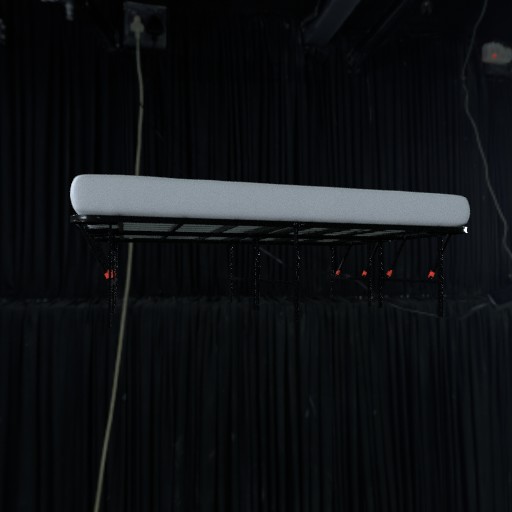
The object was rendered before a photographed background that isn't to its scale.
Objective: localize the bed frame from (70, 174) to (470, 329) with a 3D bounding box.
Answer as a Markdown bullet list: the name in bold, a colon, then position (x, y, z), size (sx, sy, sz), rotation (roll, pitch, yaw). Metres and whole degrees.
- **bed frame**: position (0.000, 0.000, 2.617), size (1.905, 0.637, 1.372), rotation (1, -2, -16)
